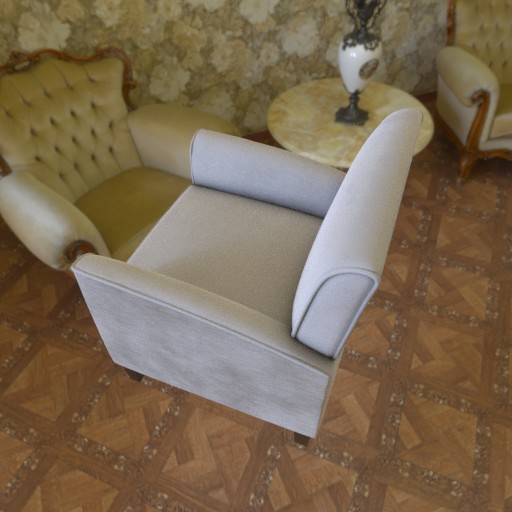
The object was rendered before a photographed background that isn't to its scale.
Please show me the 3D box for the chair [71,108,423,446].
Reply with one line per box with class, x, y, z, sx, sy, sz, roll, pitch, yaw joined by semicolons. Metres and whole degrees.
chair;0.000;0.000;1.524;0.821;0.915;0.820;16;48;15
